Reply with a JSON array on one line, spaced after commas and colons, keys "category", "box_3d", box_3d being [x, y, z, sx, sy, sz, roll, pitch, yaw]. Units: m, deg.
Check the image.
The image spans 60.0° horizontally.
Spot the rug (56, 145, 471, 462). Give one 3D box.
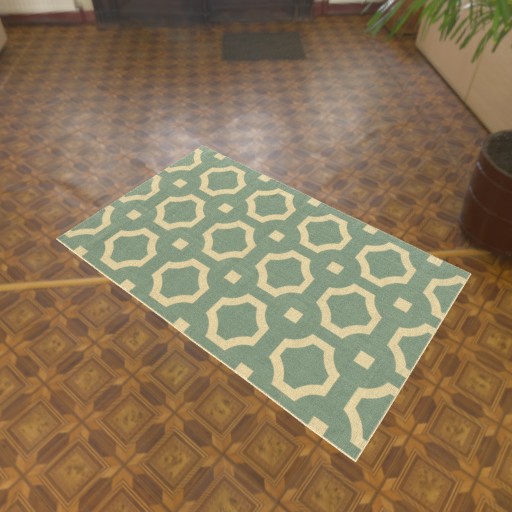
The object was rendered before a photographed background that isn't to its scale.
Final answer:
[{"category": "rug", "box_3d": [0.000, 0.000, 3.054, 2.443, 0.015, 1.528, 30, 54, 25]}]
